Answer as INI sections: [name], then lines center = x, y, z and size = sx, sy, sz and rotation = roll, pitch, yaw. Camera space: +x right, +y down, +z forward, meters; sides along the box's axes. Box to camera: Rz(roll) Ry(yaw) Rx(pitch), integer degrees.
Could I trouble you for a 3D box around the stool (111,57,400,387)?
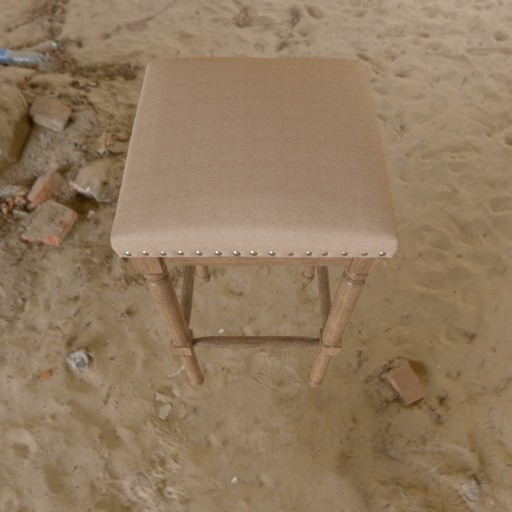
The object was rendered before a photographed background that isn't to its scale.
[stool]
center = 0.000, 0.000, 0.952
size = 0.382, 0.768, 0.383
rotation = 0, 58, 0
